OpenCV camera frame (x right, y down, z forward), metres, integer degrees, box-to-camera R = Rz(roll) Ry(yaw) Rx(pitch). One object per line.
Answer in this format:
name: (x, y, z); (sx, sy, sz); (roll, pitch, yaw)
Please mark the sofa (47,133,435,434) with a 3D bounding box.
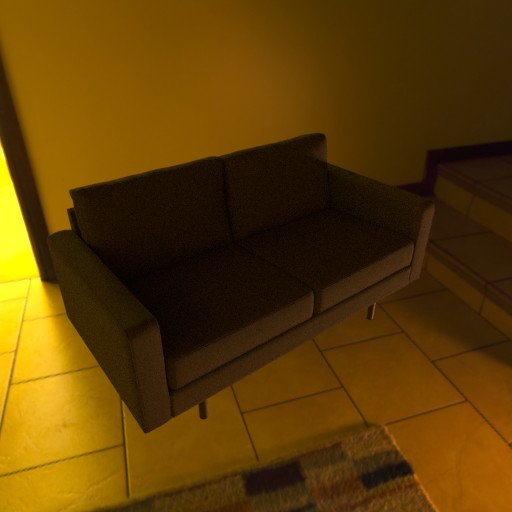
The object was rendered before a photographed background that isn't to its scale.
sofa: (0.000, 0.000, 2.263); (1.730, 0.897, 0.889); (-22, 37, -32)
